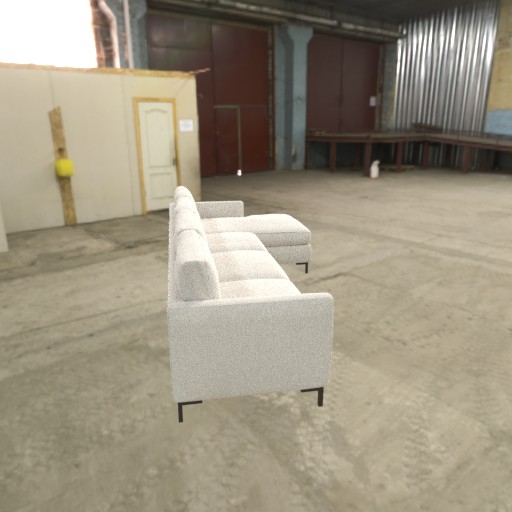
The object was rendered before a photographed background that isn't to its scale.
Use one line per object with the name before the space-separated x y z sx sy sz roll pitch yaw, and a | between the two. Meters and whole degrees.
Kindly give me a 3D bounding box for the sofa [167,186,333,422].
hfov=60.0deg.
sofa | 0.000 0.000 2.929 1.126 0.677 2.445 -3 17 -10
